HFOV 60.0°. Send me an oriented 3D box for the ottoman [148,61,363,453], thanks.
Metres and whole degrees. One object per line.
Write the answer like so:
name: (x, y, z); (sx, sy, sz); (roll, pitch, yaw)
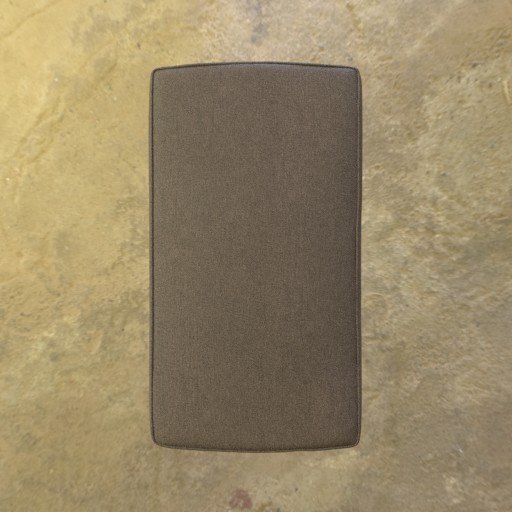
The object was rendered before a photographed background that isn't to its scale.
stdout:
ottoman: (0.000, 0.000, 1.153); (0.490, 0.448, 0.864); (0, 91, 1)
